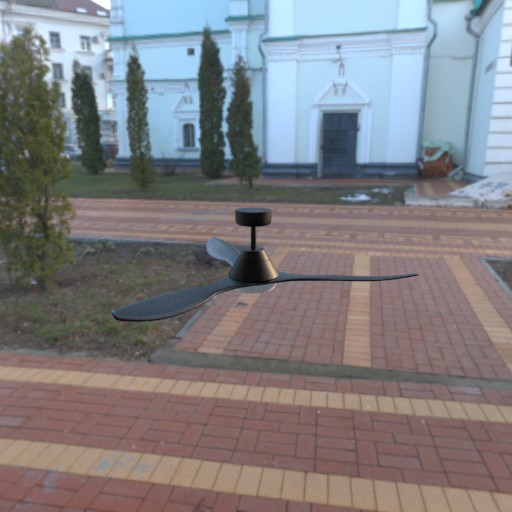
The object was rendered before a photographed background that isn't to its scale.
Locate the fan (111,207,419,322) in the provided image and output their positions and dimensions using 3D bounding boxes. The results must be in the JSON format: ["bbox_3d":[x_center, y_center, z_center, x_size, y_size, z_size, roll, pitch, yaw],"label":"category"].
[{"bbox_3d":[0.000,0.000,1.609,1.067,0.305,1.067,7,15,26],"label":"fan"}]
